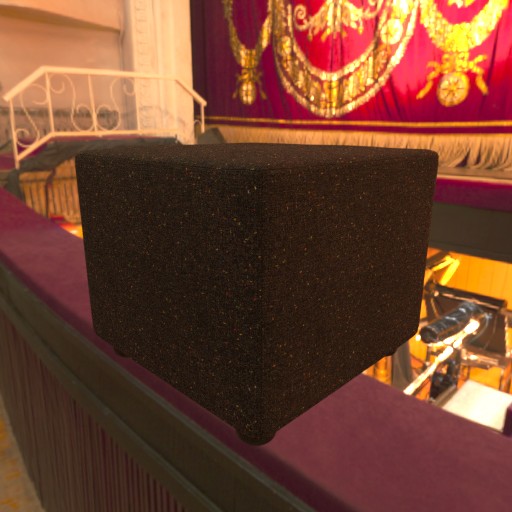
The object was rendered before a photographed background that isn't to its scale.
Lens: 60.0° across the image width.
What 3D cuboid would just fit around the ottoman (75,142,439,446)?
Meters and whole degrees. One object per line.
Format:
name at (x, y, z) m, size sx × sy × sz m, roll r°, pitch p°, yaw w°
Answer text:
ottoman at (0.000, 0.000, 0.889) m, size 0.508 × 0.432 × 0.508 m, roll 15°, pitch 22°, yaw 43°
